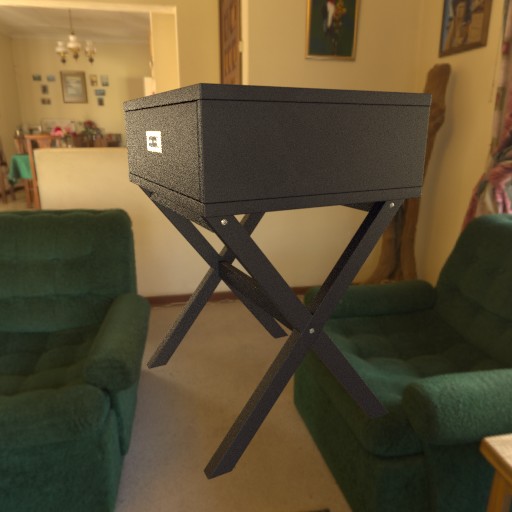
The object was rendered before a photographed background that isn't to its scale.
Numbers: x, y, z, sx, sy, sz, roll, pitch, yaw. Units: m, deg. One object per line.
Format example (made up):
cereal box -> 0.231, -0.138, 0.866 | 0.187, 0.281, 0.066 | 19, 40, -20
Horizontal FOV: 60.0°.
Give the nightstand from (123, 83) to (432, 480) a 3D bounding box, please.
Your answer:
nightstand -> 0.000, 0.000, 0.928 | 0.402, 0.623, 0.479 | -8, 18, -26
